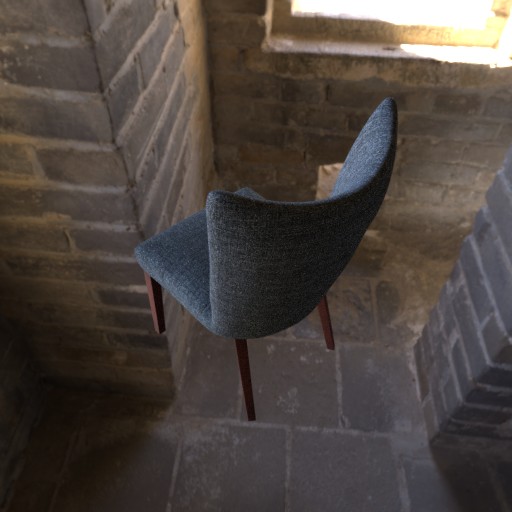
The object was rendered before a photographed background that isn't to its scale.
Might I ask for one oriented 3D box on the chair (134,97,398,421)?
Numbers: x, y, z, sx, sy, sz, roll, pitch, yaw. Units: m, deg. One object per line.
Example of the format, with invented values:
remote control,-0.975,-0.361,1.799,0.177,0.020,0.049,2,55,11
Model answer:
chair,0.000,0.000,1.296,0.535,0.924,0.623,-33,54,-29
